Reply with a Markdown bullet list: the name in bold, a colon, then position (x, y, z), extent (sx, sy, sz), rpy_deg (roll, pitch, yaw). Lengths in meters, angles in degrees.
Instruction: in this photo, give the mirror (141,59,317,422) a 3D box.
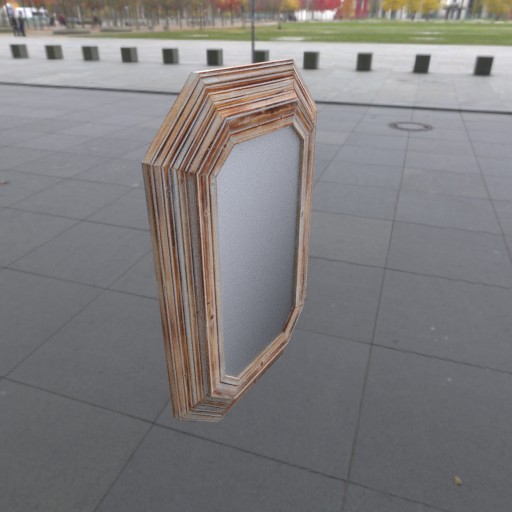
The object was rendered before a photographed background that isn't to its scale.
- **mirror**: position (0.000, 0.000, 1.279), extent (0.061, 1.015, 0.709), rpy_deg (18, 33, 30)
